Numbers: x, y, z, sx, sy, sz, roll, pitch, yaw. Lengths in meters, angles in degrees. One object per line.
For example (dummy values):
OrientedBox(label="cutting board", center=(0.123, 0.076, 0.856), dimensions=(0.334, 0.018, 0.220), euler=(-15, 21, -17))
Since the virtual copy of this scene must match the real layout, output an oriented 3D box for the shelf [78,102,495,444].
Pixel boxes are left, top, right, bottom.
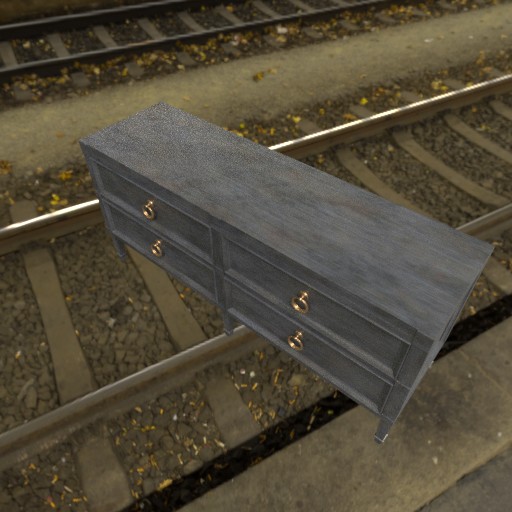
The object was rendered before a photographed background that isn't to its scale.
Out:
OrientedBox(label="shelf", center=(0.000, 0.000, 1.885), dimensions=(1.575, 0.719, 0.479), euler=(30, 52, 27))
